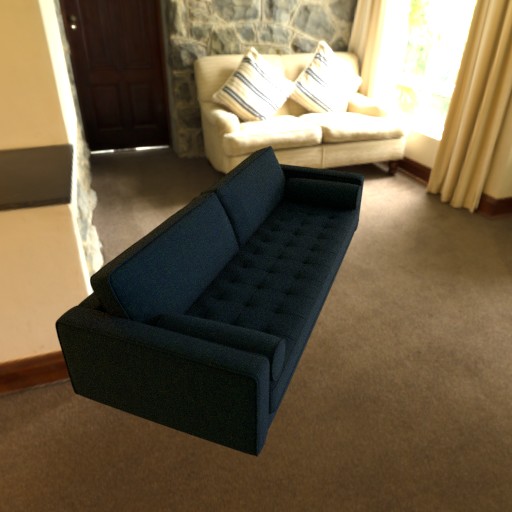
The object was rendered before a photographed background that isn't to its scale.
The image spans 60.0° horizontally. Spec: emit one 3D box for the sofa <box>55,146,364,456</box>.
[{"bbox_3d":[0.000,0.000,2.623,0.914,0.762,2.210,11,32,18],"label":"sofa"}]
